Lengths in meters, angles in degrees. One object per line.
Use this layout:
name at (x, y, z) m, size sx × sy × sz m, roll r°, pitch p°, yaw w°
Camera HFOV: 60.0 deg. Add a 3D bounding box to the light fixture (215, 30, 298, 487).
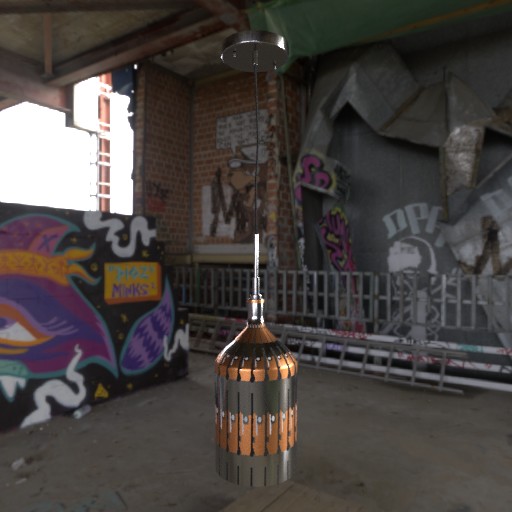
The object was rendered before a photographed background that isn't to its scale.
light fixture at (0.000, 0.000, 1.625) m, size 0.303 × 1.535 × 0.303 m, roll 0°, pitch 0°, yaw 0°
